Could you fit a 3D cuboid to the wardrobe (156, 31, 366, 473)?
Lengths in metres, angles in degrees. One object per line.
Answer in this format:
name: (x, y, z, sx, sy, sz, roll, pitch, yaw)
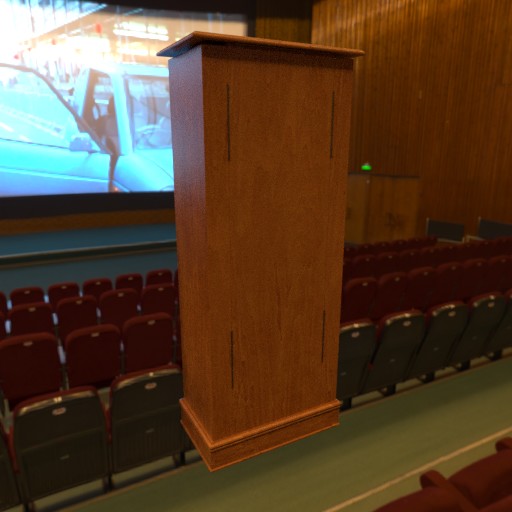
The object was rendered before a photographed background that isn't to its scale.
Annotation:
wardrobe: (0.000, 0.000, 1.131, 0.406, 0.959, 0.273, -8, 17, -27)
